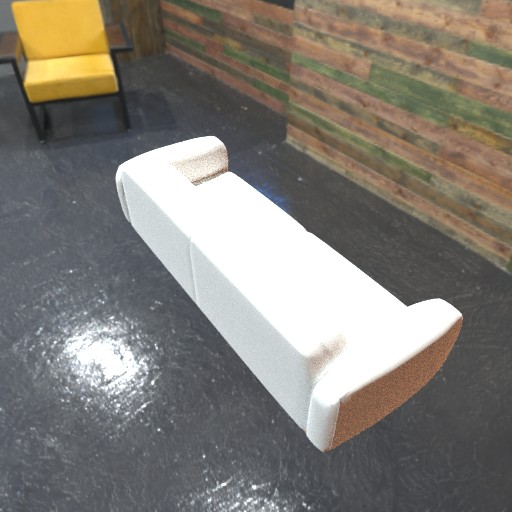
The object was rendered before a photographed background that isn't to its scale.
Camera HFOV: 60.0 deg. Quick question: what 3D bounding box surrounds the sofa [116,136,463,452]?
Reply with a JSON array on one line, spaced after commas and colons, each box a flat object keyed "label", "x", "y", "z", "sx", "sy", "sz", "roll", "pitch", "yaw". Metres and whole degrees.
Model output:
[{"label": "sofa", "x": 0.000, "y": 0.000, "z": 2.677, "sx": 0.870, "sy": 0.780, "sz": 2.280, "roll": -25, "pitch": 47, "yaw": -26}]
